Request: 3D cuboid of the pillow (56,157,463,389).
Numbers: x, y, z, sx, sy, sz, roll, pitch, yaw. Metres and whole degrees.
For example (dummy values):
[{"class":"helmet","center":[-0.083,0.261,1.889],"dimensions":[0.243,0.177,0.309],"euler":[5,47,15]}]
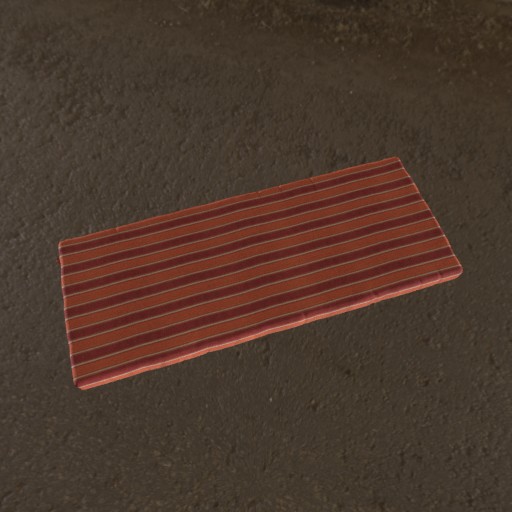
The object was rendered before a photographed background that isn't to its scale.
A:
[{"class":"pillow","center":[0.000,0.000,1.360],"dimensions":[1.187,0.081,0.492],"euler":[-15,64,-8]}]
